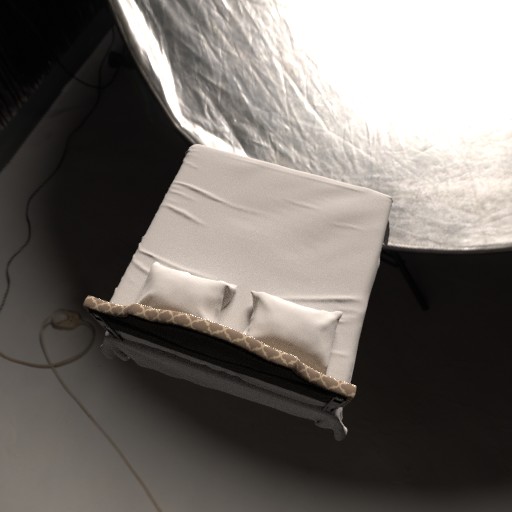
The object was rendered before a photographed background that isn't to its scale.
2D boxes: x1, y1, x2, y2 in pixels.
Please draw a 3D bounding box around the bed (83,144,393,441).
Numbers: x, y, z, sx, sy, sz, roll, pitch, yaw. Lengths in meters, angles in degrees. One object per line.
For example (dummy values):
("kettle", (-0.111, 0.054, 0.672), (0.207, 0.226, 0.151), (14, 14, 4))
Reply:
("bed", (0.000, 0.000, 3.784), (2.314, 1.601, 2.222), (17, 64, 9))
